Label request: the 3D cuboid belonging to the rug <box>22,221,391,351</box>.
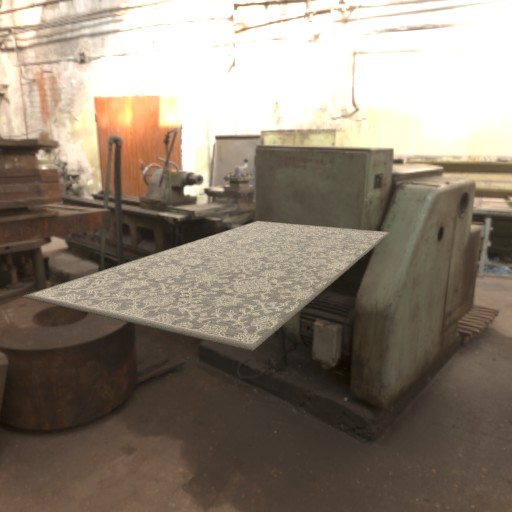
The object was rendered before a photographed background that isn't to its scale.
[{"bbox_3d":[0.000,0.000,3.597,1.546,0.011,3.048,7,16,27],"label":"rug"}]
